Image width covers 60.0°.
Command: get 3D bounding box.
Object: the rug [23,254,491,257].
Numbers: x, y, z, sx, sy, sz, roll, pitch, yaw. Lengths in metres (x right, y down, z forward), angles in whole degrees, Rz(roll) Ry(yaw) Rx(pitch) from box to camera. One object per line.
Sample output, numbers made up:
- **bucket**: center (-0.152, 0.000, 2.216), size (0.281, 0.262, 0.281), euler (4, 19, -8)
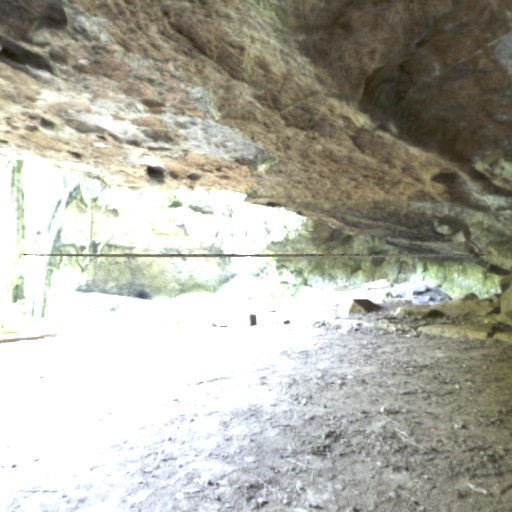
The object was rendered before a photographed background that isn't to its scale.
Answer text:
- **rug**: center (0.000, 0.000, 4.314), size (3.274, 0.015, 2.439), euler (0, 0, -1)
